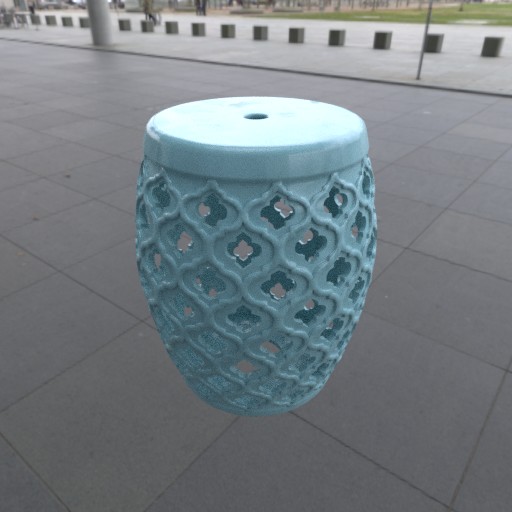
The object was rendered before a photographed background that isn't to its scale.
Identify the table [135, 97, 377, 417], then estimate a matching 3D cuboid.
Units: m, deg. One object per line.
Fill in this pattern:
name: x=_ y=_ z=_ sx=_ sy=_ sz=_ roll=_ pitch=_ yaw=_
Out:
table: x=0.000 y=0.000 z=0.630 sx=0.325 sy=0.388 sz=0.325 roll=0 pitch=30 yaw=0
